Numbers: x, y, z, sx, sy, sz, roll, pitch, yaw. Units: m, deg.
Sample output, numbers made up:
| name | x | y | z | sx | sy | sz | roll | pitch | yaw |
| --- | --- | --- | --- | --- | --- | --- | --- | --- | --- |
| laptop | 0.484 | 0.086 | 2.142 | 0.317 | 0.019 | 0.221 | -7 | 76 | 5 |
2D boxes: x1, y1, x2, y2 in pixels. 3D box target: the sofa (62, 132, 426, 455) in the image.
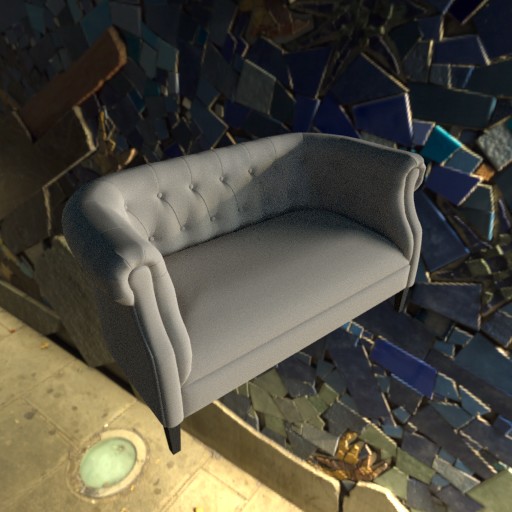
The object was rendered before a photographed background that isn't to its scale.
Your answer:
| name | x | y | z | sx | sy | sz | roll | pitch | yaw |
| --- | --- | --- | --- | --- | --- | --- | --- | --- | --- |
| sofa | 0.000 | 0.000 | 2.024 | 1.558 | 0.827 | 0.835 | -22 | 37 | -32 |
